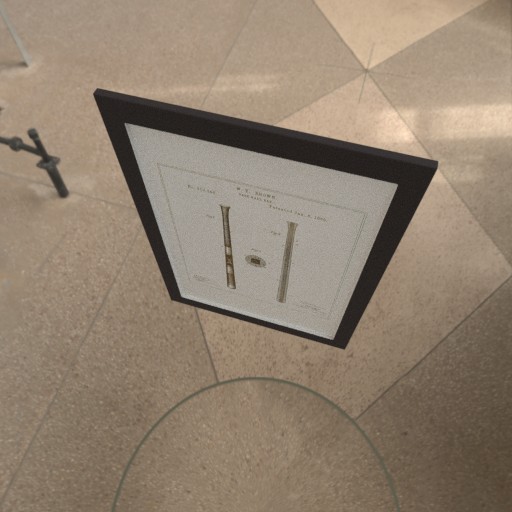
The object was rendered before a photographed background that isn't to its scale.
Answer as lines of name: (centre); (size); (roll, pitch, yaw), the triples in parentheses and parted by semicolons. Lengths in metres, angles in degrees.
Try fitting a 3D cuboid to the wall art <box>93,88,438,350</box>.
wall art: (0.000, 0.000, 0.690); (0.374, 0.529, 0.012); (15, 60, 9)
